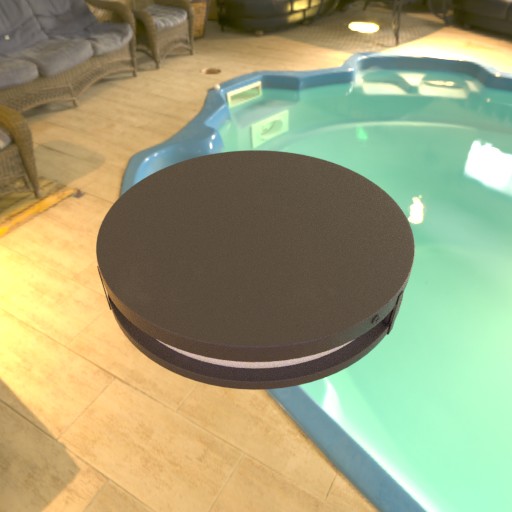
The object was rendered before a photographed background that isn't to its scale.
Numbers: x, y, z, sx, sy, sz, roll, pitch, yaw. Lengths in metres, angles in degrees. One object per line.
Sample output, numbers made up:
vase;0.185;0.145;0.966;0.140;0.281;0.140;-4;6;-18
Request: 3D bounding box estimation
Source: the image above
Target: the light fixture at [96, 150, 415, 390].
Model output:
light fixture;0.000;0.000;0.542;0.356;0.102;0.356;0;41;0
